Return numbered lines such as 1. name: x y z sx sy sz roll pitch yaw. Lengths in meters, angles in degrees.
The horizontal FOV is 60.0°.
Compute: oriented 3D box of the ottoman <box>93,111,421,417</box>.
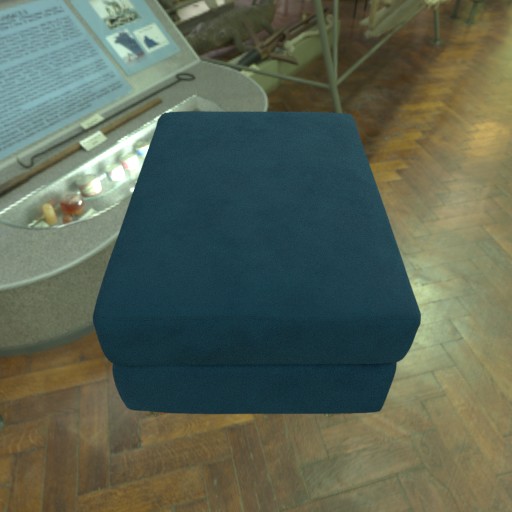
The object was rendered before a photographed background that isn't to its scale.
1. ottoman: 0.000 0.000 1.132 0.572 0.503 0.773 0 44 0
